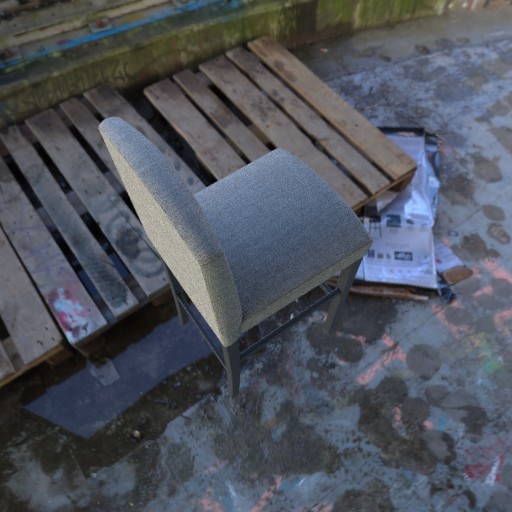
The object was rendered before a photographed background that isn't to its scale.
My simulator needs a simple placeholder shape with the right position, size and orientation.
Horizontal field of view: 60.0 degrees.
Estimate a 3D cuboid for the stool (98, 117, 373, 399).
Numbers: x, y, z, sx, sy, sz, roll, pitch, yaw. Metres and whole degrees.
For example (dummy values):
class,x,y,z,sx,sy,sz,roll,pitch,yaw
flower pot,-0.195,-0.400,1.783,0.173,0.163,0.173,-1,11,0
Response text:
class,x,y,z,sx,sy,sz,roll,pitch,yaw
stool,0.000,0.000,1.414,0.552,1.138,0.451,-31,64,-17
